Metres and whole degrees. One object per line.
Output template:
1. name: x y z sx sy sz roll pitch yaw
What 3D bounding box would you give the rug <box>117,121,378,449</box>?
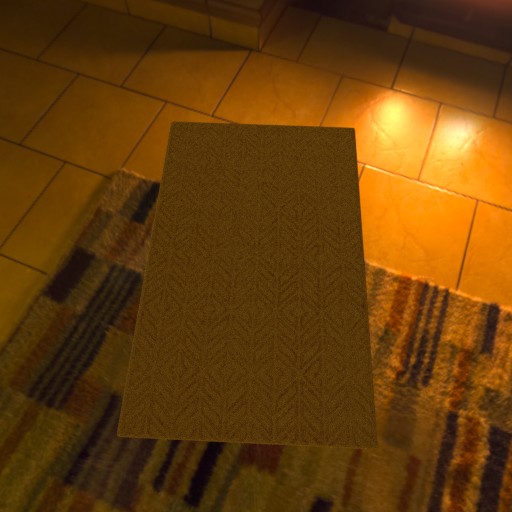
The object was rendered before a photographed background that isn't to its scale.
1. rug: 0.000 0.000 3.126 1.523 0.008 2.438 2 63 1
